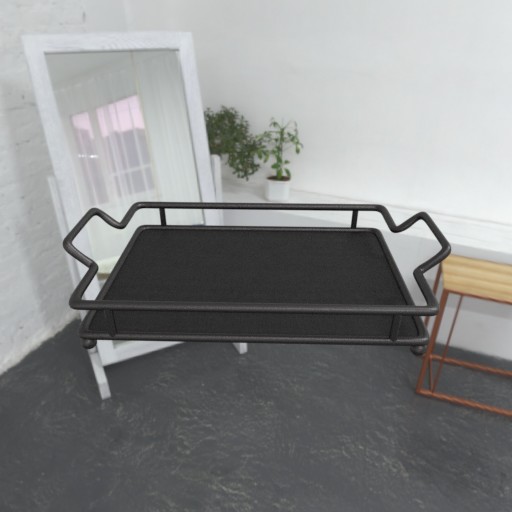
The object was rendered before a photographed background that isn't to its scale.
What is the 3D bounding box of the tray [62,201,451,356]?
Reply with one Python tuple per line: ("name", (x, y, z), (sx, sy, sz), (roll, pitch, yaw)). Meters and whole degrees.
("tray", (0.000, 0.000, 0.628), (0.495, 0.101, 0.297), (1, 30, 1))
